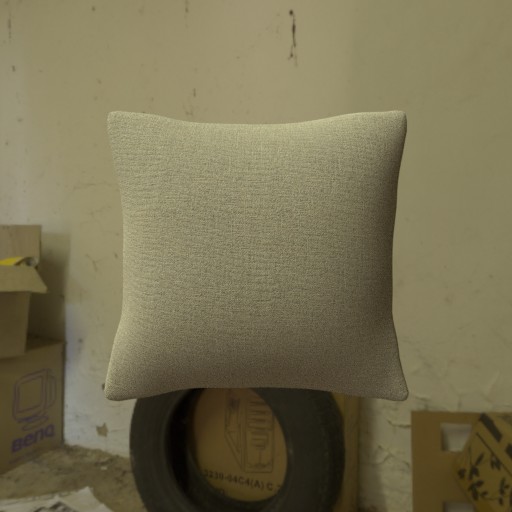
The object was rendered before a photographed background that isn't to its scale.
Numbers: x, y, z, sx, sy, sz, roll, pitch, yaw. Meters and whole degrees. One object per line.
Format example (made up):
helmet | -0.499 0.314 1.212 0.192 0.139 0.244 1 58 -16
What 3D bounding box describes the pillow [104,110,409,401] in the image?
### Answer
pillow | 0.000 0.000 0.638 0.437 0.419 0.136 0 0 1
